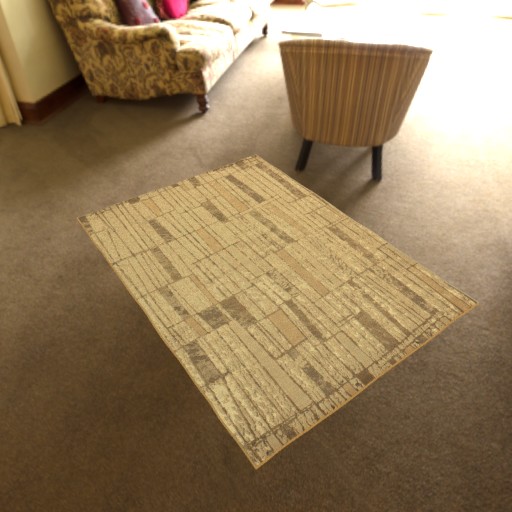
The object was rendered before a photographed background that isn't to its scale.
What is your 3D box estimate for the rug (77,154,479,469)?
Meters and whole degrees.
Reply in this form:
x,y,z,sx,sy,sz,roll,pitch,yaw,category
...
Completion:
x,y,z,sx,sy,sz,roll,pitch,yaw,category
0.000,0.000,4.390,2.449,0.019,3.357,-26,47,-26,rug
